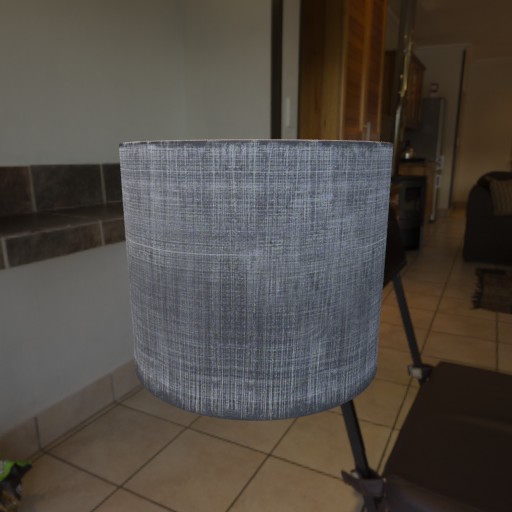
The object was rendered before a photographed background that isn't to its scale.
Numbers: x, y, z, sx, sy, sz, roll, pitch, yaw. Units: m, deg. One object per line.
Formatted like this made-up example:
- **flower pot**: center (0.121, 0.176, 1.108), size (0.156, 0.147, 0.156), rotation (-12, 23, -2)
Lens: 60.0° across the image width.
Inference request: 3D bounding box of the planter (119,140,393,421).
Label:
- **planter**: center (0.000, 0.000, 0.453), size (0.254, 0.221, 0.254), rotation (0, 13, 0)
